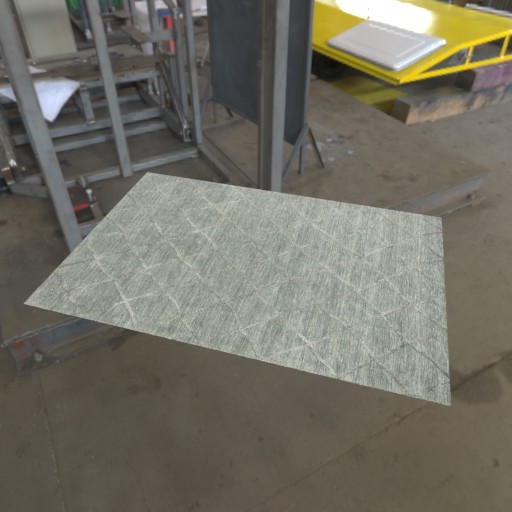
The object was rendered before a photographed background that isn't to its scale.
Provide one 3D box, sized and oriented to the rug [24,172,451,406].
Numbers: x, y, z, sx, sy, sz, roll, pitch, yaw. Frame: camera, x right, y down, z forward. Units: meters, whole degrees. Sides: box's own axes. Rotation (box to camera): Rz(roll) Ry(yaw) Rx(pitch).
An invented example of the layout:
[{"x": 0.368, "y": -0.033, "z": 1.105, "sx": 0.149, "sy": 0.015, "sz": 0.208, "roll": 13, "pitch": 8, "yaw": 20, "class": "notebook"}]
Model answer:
[{"x": 0.000, "y": 0.000, "z": 2.811, "sx": 2.283, "sy": 0.006, "sz": 1.521, "roll": 11, "pitch": 42, "yaw": 12, "class": "rug"}]
